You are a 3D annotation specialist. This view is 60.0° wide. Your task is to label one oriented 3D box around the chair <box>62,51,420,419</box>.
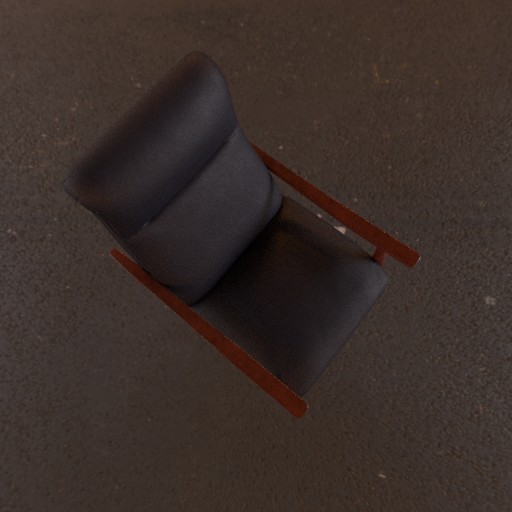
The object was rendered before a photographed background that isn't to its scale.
[{"bbox_3d":[0.000,0.000,1.775,1.014,1.082,0.762,38,77,10],"label":"chair"}]
